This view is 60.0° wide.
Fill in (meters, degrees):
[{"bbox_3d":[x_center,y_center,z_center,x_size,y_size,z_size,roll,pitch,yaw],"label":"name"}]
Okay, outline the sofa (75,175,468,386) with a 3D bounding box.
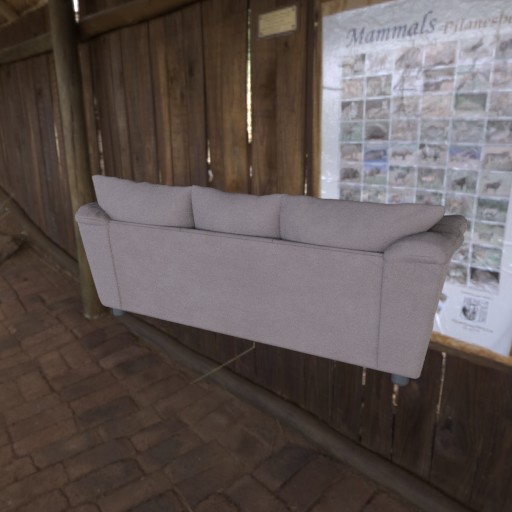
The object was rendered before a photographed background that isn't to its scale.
[{"bbox_3d":[0.000,0.000,2.837,2.377,0.981,0.893,8,18,26],"label":"sofa"}]
